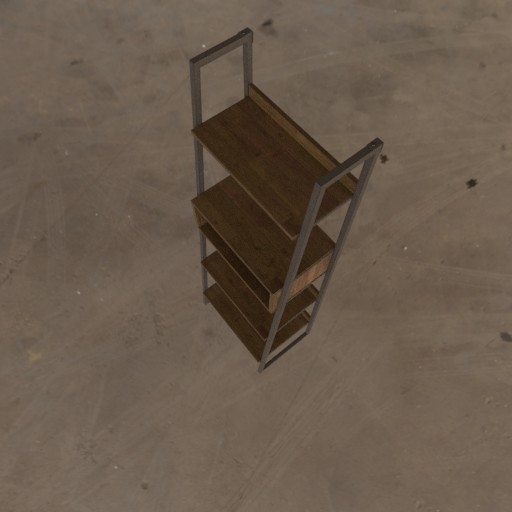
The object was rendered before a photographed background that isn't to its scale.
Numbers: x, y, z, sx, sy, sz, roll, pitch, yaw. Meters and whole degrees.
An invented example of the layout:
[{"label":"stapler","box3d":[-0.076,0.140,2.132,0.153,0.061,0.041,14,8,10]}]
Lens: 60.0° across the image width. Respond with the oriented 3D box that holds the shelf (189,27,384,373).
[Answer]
[{"label":"shelf","box3d":[0.000,0.000,2.260,0.454,2.005,0.652,-36,69,-16]}]
